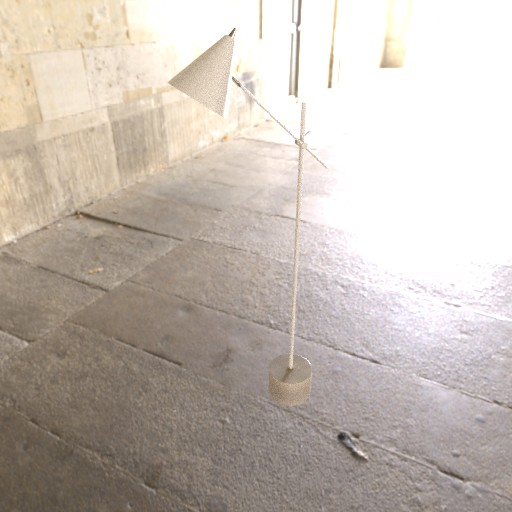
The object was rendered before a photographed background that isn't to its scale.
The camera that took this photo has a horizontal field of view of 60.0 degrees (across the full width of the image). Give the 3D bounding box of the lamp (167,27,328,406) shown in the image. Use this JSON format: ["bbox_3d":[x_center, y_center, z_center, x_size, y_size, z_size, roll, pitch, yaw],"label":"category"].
[{"bbox_3d":[0.000,0.000,1.557,0.508,1.430,0.223,-9,30,-15],"label":"lamp"}]
